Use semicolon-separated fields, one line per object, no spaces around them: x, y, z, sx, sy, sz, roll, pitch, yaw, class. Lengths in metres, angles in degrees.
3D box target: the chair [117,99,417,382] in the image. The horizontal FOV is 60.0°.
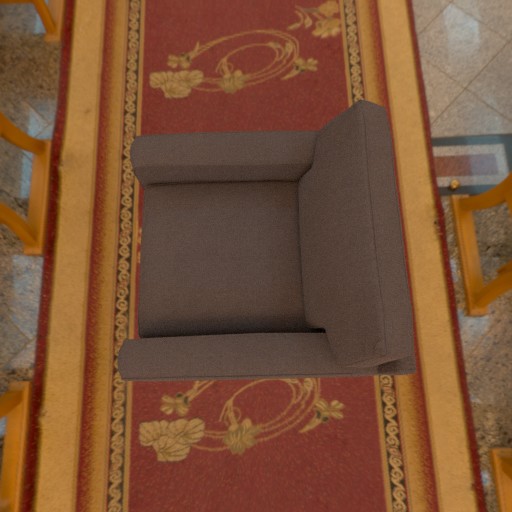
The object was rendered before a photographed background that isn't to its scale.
0.000;0.000;1.860;1.043;0.913;0.997;-1;74;0;chair
